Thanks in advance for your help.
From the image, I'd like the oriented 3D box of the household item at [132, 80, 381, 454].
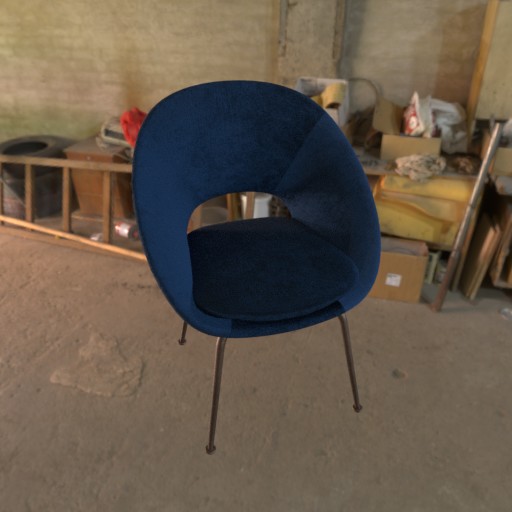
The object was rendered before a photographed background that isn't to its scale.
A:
[{"bbox_3d":[0.000,0.000,1.256,0.623,0.852,0.573,-10,33,-15],"label":"household item"}]
